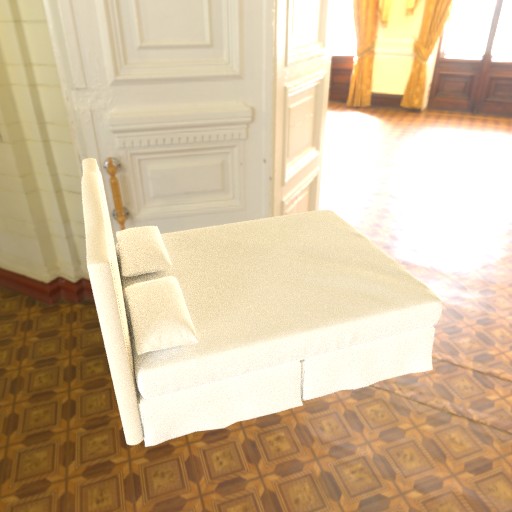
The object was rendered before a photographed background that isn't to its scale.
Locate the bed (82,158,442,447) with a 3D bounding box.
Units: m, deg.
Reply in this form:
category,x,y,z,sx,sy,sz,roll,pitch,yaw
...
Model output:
category,x,y,z,sx,sy,sz,roll,pitch,yaw
bed,0.000,0.000,3.414,2.282,1.436,1.821,-10,32,-17
